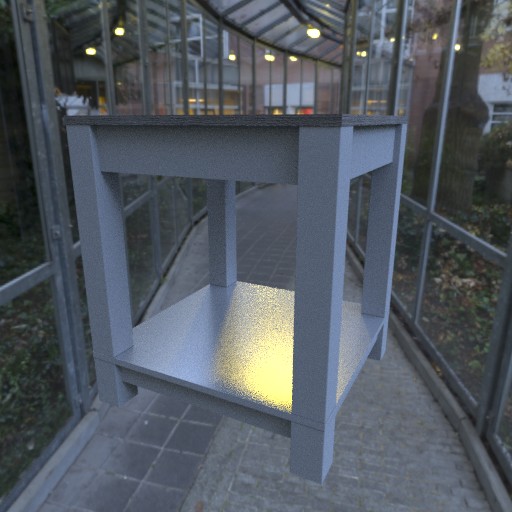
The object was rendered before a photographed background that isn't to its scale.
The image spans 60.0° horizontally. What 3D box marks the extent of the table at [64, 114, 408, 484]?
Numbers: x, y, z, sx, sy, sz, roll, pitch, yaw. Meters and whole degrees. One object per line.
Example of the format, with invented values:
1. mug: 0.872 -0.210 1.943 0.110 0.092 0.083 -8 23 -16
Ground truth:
1. table: 0.000 0.000 0.974 0.506 0.587 0.504 9 19 26
